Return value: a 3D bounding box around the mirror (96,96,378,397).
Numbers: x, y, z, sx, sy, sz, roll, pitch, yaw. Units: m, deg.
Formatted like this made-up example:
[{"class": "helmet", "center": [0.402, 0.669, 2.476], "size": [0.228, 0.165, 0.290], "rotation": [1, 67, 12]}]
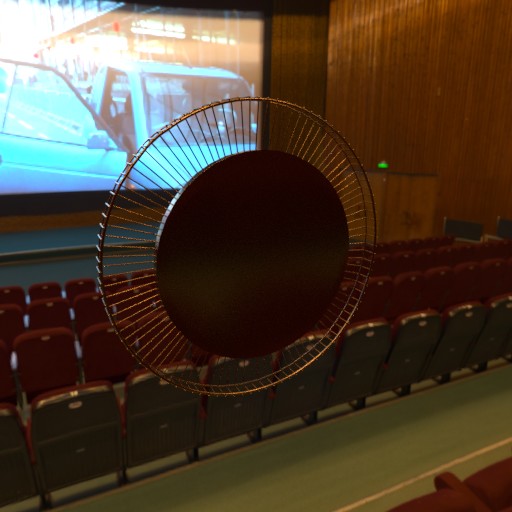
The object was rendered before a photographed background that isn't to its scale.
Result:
[{"class": "mirror", "center": [0.000, 0.000, 1.038], "size": [0.703, 0.703, 0.067], "rotation": [-7, 17, -25]}]
